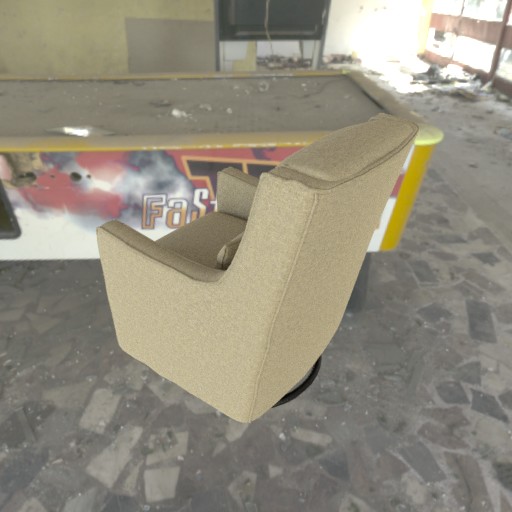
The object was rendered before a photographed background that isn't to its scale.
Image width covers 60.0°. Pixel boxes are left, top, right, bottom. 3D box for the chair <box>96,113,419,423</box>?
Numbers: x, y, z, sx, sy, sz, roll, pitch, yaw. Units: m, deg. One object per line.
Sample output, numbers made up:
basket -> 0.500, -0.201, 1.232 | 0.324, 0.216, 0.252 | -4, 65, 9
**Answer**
chair -> 0.000, 0.000, 1.598 | 0.879, 0.993, 0.732 | 21, 37, 30
